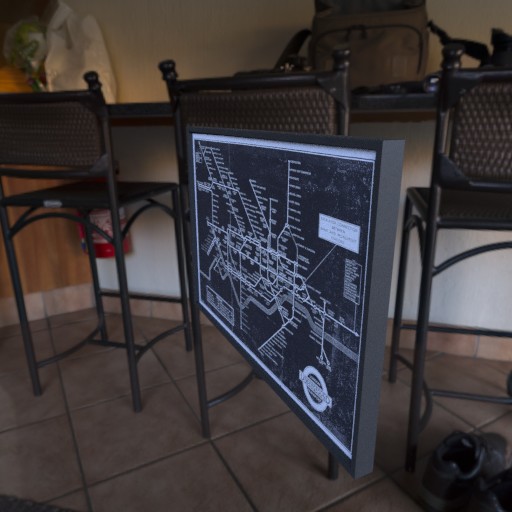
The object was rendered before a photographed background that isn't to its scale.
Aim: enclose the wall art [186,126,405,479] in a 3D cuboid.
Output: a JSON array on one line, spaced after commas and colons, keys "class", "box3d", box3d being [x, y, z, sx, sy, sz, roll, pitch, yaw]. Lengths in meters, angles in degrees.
[{"class": "wall art", "box3d": [0.000, 0.000, 0.553, 0.021, 0.301, 0.443, -9, 20, -25]}]
